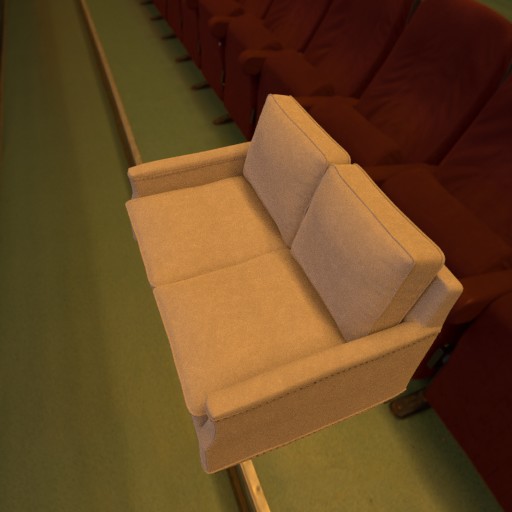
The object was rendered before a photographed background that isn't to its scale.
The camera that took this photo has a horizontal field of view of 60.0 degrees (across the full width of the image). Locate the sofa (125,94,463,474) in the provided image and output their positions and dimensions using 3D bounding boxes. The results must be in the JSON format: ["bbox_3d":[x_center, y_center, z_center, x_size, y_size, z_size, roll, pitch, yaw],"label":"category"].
[{"bbox_3d":[0.000,0.000,2.229,1.084,1.002,1.597,-16,48,-15],"label":"sofa"}]
